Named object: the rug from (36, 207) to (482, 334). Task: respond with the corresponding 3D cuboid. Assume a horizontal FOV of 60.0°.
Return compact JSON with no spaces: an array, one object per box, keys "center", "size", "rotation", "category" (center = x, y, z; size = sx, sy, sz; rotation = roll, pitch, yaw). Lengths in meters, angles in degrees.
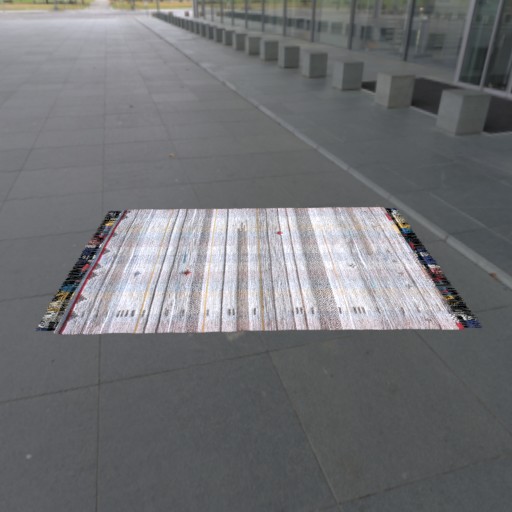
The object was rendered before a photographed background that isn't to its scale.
[{"center":[0.000,0.000,2.308],"size":[1.848,0.012,1.217],"rotation":[-1,30,-1],"category":"rug"}]
